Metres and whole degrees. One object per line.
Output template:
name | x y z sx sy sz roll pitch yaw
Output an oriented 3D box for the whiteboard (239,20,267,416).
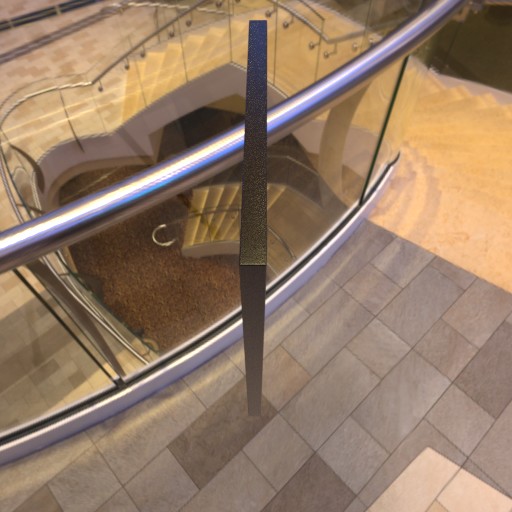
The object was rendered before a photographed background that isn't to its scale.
whiteboard | 0.000 0.000 0.777 0.026 0.611 0.406 1 58 0
